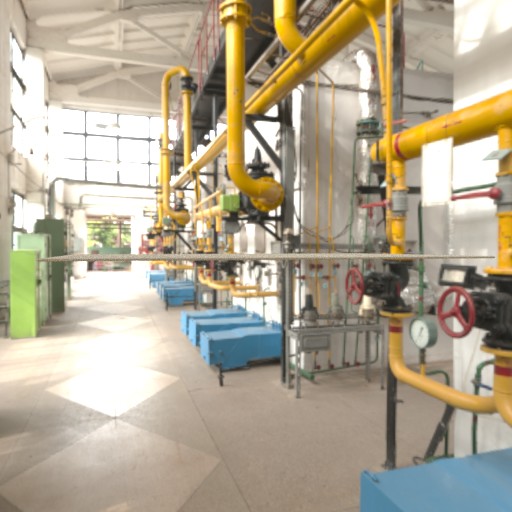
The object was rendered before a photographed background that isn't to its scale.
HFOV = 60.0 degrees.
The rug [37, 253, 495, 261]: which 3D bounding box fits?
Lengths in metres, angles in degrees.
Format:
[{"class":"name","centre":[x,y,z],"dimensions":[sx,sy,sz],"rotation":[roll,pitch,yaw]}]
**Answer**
[{"class":"rug","centre":[0.000,0.000,2.260],"dimensions":[1.829,0.010,1.219],"rotation":[0,1,-17]}]
